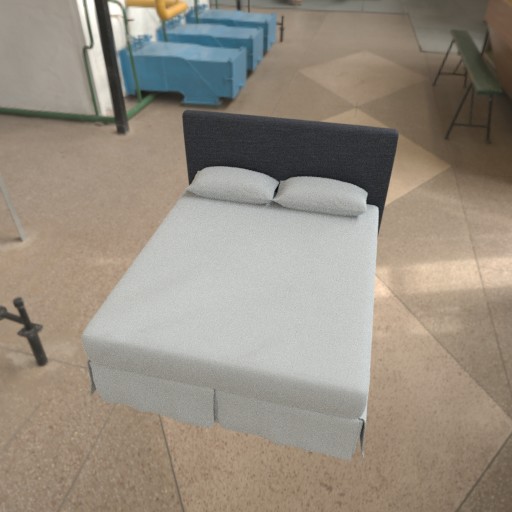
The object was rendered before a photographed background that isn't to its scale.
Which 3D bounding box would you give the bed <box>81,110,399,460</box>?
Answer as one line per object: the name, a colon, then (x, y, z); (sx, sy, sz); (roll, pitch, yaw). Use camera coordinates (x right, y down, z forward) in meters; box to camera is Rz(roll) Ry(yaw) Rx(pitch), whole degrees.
bed: (0.000, 0.000, 3.300); (1.884, 1.330, 2.142); (9, 39, 11)
